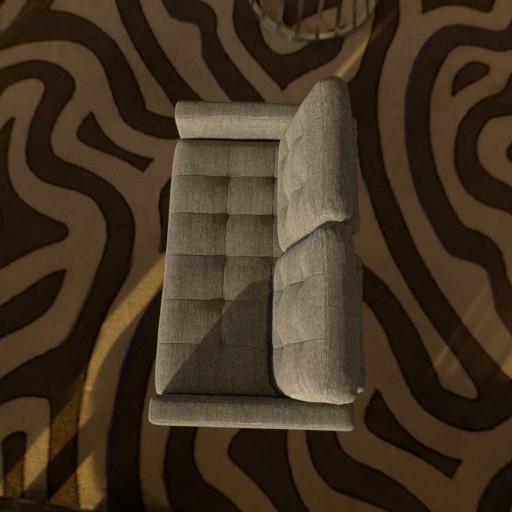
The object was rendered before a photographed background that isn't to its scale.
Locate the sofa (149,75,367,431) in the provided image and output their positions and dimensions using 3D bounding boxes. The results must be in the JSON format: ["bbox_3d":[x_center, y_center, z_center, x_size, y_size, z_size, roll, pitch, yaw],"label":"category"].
[{"bbox_3d":[0.000,0.000,1.958,0.842,0.907,1.407,2,74,0],"label":"sofa"}]
